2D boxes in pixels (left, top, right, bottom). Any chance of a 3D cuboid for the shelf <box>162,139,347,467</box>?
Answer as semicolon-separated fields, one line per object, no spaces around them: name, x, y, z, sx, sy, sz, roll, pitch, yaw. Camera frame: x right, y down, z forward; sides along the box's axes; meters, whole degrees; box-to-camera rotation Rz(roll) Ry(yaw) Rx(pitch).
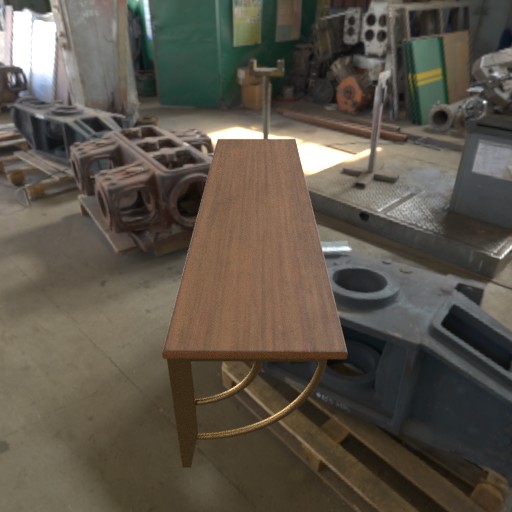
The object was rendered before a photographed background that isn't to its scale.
shelf;0.000;0.000;0.714;0.166;0.190;0.636;0;32;0
